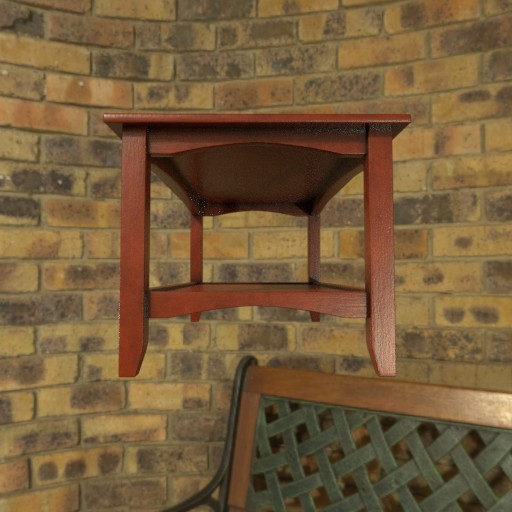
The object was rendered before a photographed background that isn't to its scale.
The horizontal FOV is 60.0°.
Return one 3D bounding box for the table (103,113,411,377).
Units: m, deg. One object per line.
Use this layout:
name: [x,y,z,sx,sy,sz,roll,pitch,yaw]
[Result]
table: [0.000,0.000,1.226,0.533,0.456,0.943,0,-2,0]
